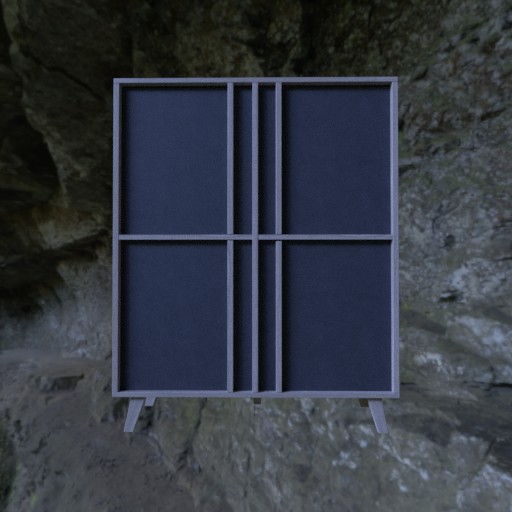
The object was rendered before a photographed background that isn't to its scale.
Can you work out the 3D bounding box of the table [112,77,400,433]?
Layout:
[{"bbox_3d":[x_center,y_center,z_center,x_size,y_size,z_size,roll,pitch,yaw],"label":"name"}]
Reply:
[{"bbox_3d":[0.000,0.000,1.919,1.111,1.388,0.398,0,-1,1],"label":"table"}]
